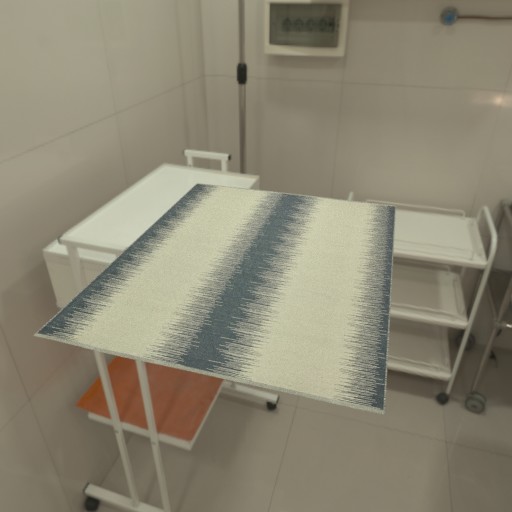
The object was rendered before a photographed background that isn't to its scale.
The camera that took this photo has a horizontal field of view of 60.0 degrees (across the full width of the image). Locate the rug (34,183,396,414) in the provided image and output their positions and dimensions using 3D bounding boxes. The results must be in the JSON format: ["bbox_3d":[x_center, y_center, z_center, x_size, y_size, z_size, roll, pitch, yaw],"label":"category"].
[{"bbox_3d":[0.000,0.000,4.126,2.453,0.004,3.037,9,32,14],"label":"rug"}]
